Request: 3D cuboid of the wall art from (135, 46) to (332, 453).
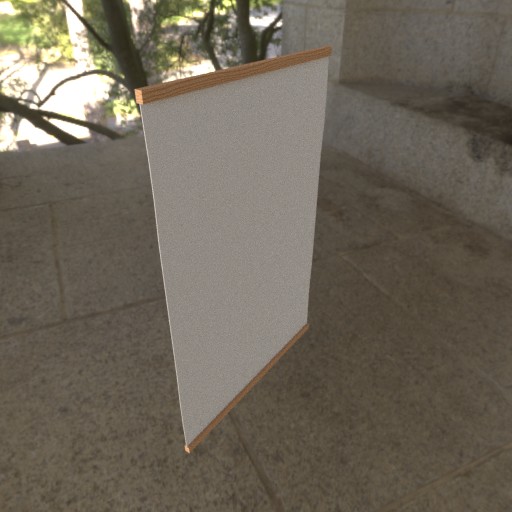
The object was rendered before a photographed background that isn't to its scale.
[{"bbox_3d":[0.000,0.000,1.881,0.025,1.521,1.011,22,38,30],"label":"wall art"}]
